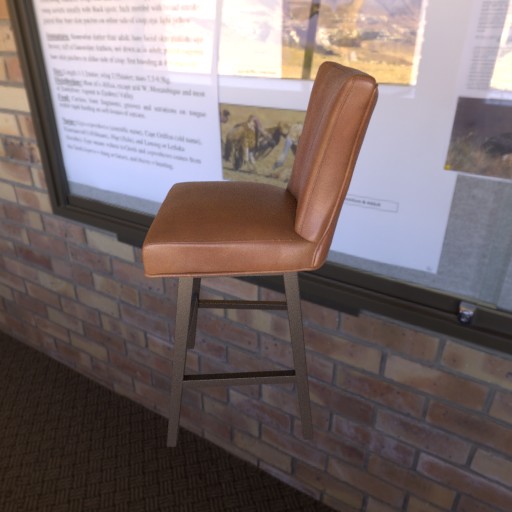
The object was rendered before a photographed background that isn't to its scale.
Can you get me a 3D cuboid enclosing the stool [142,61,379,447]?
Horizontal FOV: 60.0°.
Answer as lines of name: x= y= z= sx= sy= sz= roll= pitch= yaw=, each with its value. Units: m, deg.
stool: x=0.000 y=0.000 z=1.389 sx=0.585 sy=1.094 sz=0.522 roll=0 pitch=27 yaw=0
